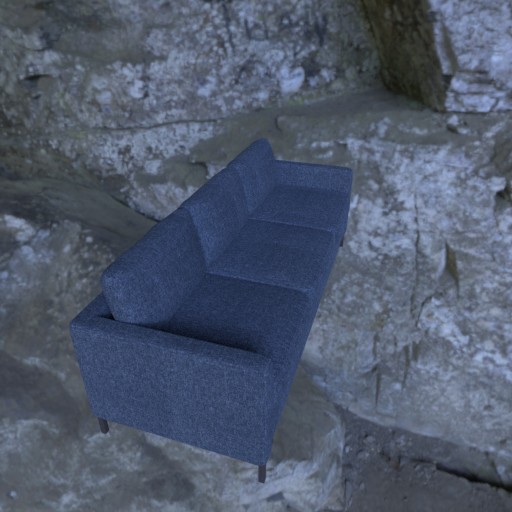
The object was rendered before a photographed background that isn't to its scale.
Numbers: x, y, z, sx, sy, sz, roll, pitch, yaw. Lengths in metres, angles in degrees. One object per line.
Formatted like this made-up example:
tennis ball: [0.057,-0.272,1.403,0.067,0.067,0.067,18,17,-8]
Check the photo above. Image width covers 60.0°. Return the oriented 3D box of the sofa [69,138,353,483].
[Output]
sofa: [0.000,0.000,2.651,0.859,0.874,2.218,10,32,16]
